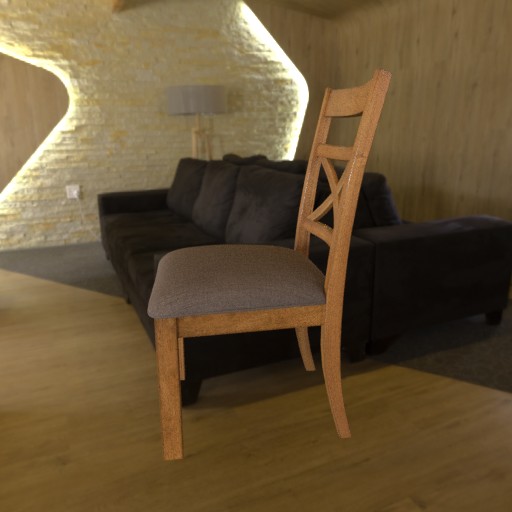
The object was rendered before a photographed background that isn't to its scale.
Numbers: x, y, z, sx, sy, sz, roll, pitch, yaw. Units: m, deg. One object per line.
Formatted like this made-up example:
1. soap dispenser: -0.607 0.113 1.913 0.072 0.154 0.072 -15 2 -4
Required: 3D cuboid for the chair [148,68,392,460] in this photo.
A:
1. chair: 0.000 0.000 1.263 0.581 0.949 0.470 -2 15 -8
